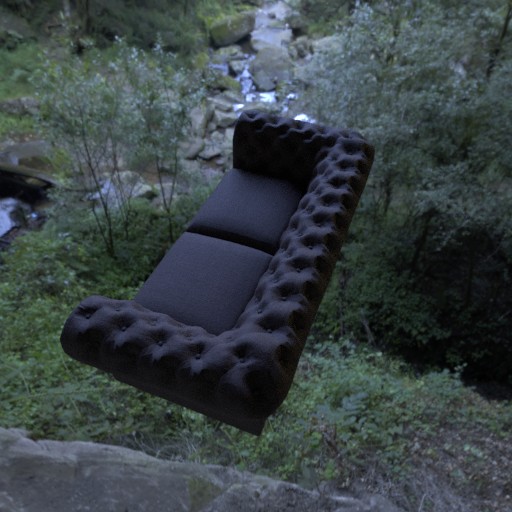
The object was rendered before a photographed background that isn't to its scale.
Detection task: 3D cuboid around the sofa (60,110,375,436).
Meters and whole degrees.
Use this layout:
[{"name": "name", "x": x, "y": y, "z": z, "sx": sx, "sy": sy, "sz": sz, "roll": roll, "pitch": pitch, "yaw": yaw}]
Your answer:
[{"name": "sofa", "x": 0.000, "y": 0.000, "z": 2.543, "sx": 0.944, "sy": 0.780, "sz": 2.048, "roll": 16, "pitch": 48, "yaw": 15}]
